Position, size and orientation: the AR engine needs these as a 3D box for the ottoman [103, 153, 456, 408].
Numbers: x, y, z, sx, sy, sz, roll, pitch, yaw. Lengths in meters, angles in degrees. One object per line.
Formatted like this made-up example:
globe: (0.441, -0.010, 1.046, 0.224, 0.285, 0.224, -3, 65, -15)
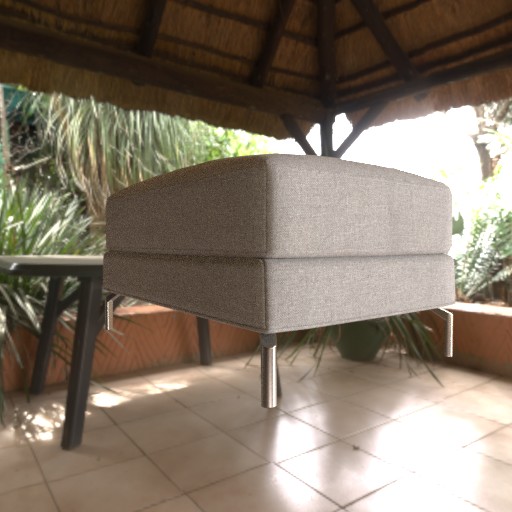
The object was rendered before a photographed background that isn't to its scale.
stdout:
ottoman: (0.000, 0.000, 1.189, 0.584, 0.457, 0.838, -1, 2, -37)
